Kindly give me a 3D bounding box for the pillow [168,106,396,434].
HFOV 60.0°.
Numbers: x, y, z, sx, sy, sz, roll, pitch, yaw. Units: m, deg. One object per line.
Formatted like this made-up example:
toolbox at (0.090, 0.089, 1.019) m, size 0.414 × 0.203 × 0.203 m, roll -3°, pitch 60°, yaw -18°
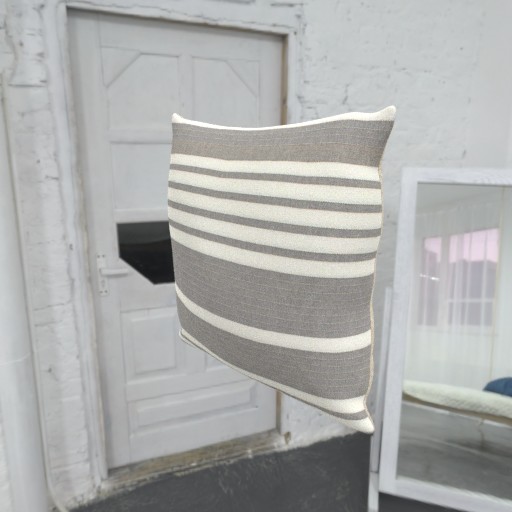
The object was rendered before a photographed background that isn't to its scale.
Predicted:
pillow at (0.000, 0.000, 0.693) m, size 0.182 × 0.440 × 0.439 m, roll -14°, pitch 21°, yaw -43°
